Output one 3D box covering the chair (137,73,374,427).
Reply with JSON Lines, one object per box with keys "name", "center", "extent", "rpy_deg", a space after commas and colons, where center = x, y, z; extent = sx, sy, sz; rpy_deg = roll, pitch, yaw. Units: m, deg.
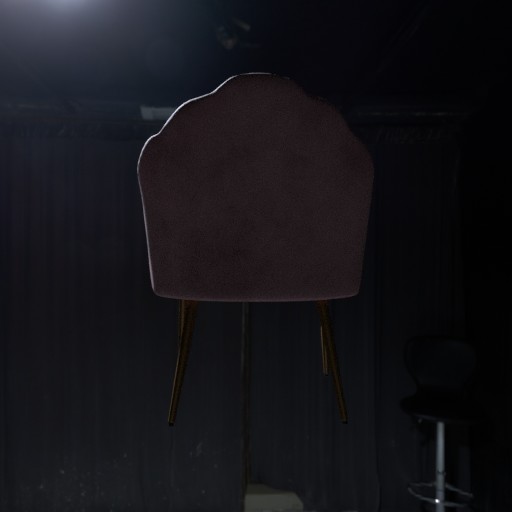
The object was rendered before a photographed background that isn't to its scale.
{"name": "chair", "center": [0.000, 0.000, 1.280], "extent": [0.657, 0.819, 0.599], "rpy_deg": [0, 0, -2]}
